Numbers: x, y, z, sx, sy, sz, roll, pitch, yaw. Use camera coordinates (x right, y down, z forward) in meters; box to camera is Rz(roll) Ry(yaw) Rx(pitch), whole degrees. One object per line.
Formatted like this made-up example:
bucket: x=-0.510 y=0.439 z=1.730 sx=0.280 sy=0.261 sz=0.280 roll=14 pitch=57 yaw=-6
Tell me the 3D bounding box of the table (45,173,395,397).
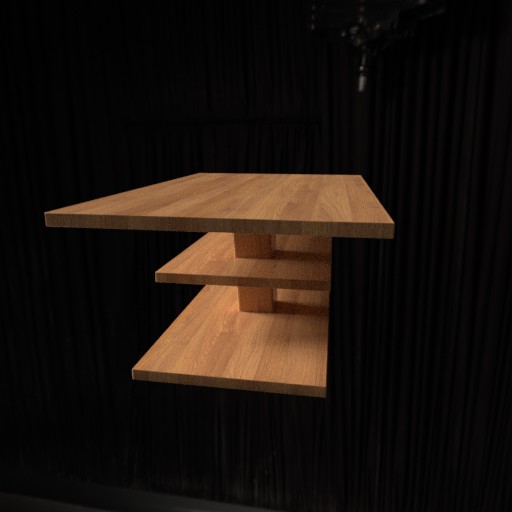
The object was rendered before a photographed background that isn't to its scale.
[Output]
table: x=0.000 y=0.000 z=1.441 sx=0.700 sy=0.442 sz=1.100 roll=3 pitch=15 yaw=9
